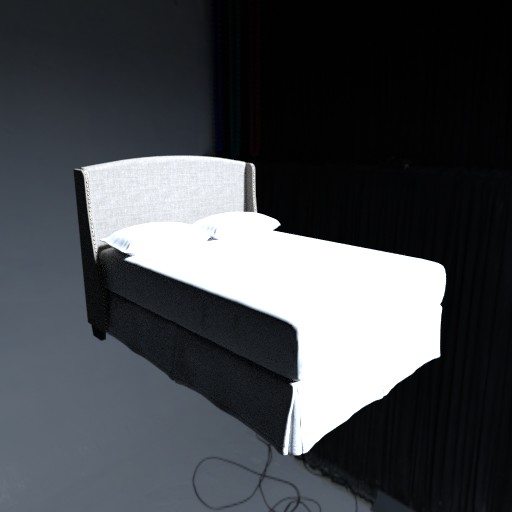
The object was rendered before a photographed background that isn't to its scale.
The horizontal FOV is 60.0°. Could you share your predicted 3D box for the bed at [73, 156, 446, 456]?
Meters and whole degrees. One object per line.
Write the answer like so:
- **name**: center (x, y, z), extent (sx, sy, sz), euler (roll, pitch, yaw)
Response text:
- **bed**: center (0.000, 0.000, 3.277), extent (1.710, 1.407, 2.237), euler (-13, 19, -42)
